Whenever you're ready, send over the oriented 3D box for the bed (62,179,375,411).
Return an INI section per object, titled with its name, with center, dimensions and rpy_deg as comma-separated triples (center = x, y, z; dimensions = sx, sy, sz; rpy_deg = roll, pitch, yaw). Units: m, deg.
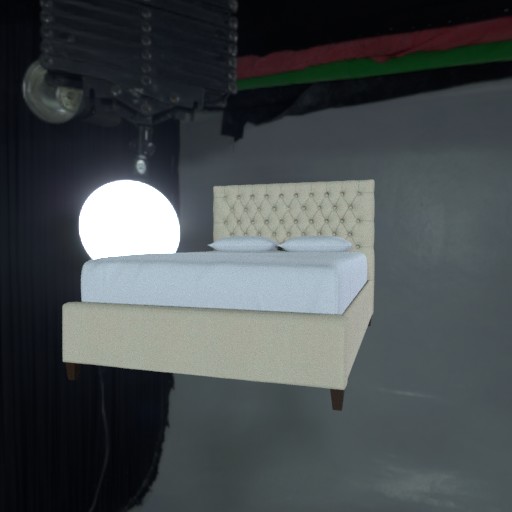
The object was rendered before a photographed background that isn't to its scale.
[bed]
center = 0.000, 0.000, 3.494
dimensions = 1.698, 1.427, 2.387
rpy_deg = 1, 2, 18
